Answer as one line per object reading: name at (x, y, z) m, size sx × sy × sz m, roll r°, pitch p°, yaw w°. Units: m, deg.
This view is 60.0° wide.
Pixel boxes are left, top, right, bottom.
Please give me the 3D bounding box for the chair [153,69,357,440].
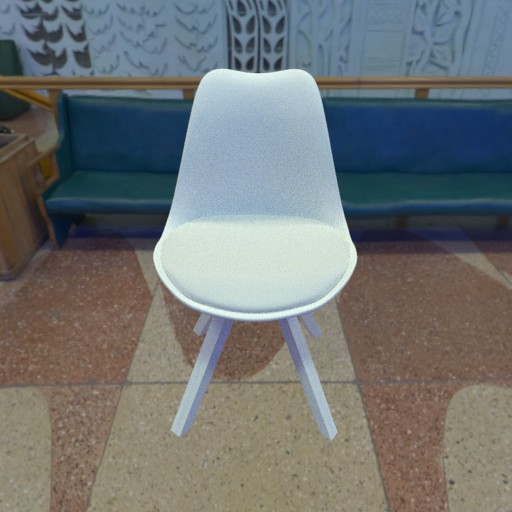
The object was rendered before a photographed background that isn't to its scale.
chair at (0.000, 0.000, 1.176) m, size 0.485 × 0.850 × 0.550 m, roll 1°, pitch 31°, yaw 1°
